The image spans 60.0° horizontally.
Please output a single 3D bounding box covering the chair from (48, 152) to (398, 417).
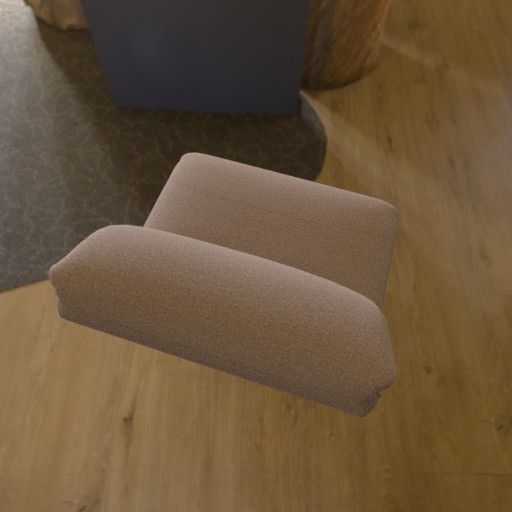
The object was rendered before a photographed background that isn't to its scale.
[{"bbox_3d":[0.000,0.000,1.335,0.820,0.580,0.780,16,64,8],"label":"chair"}]
